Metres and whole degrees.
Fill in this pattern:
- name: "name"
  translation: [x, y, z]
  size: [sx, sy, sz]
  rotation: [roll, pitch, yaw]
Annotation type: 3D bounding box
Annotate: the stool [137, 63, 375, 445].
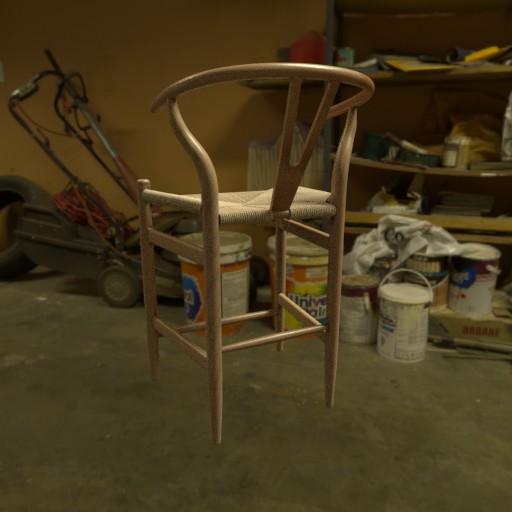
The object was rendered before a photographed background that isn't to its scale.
- name: "stool"
  translation: [0.000, 0.000, 1.247]
  size: [0.536, 0.923, 0.575]
  rotation: [-7, 16, -27]
